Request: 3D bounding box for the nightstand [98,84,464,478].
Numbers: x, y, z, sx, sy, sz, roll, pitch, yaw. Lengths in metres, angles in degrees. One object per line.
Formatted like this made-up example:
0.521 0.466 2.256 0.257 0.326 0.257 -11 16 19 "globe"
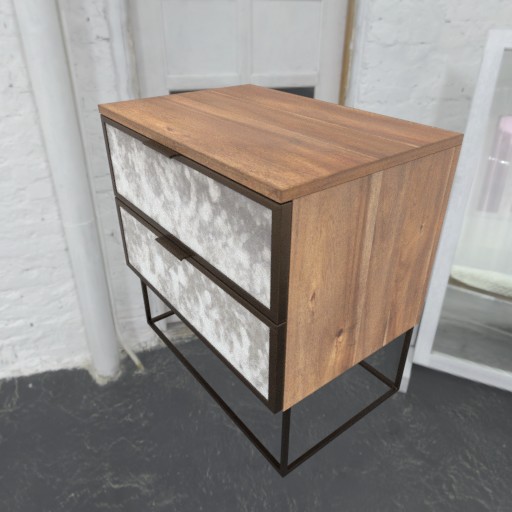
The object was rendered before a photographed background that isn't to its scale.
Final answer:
0.000 0.000 1.000 0.427 0.611 0.605 -22 37 -32 "nightstand"
